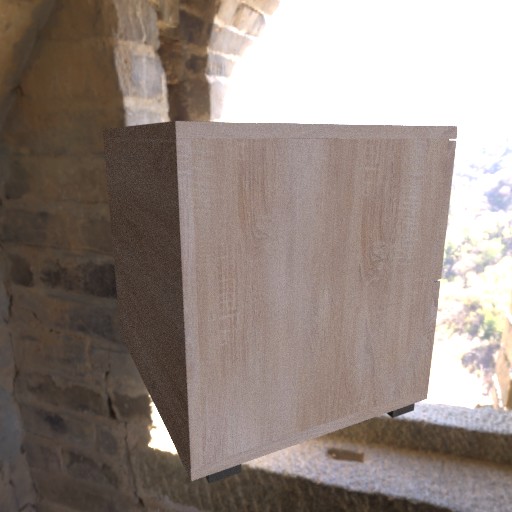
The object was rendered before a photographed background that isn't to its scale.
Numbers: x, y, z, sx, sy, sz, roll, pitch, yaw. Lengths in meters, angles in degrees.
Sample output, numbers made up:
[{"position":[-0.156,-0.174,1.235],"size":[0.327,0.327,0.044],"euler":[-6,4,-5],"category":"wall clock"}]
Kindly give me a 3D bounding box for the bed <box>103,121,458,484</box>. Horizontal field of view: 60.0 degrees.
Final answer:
[{"position":[0.000,0.000,0.755],"size":[0.401,0.420,0.460],"euler":[-7,17,-26],"category":"bed"}]
